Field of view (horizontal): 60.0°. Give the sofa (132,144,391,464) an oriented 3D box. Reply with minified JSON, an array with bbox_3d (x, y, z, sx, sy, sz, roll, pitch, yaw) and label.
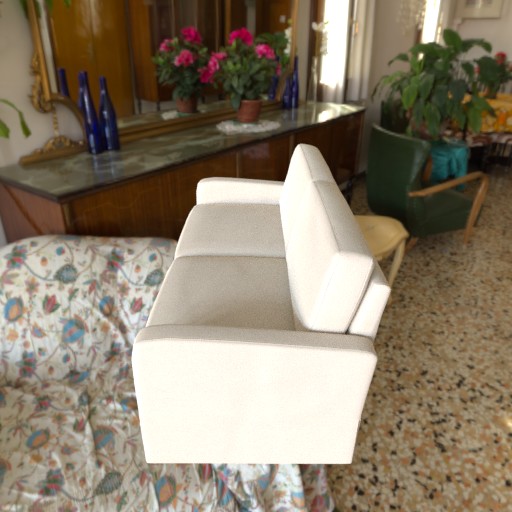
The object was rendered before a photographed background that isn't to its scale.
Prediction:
[{"bbox_3d":[0.000,0.000,2.275,0.894,0.831,1.808,0,27,0],"label":"sofa"}]
